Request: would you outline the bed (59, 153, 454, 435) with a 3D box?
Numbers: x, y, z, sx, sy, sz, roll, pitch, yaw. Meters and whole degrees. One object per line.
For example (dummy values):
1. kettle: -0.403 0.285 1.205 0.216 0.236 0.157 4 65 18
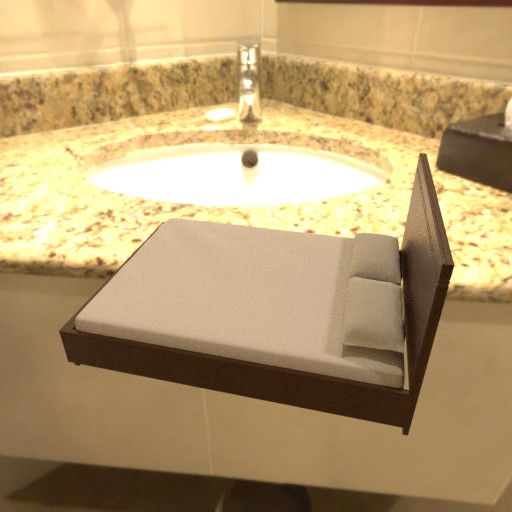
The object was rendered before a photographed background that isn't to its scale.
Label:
1. bed: 0.000 0.000 3.170 2.221 1.169 1.613 7 32 12
